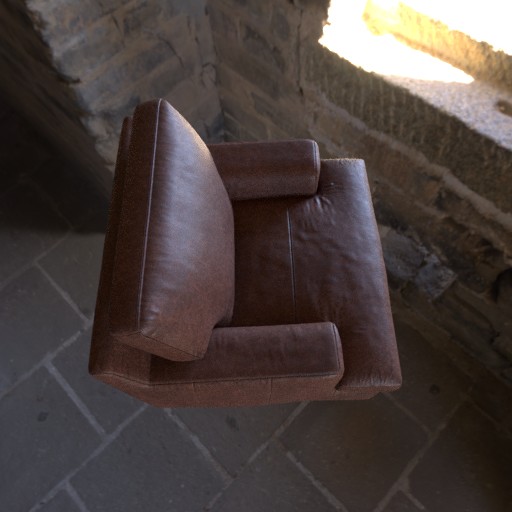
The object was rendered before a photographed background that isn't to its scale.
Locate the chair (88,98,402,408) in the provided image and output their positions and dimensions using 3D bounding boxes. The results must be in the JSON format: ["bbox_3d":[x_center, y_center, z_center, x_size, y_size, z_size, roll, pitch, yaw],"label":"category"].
[{"bbox_3d":[0.000,0.000,1.933,1.143,0.939,1.168,-1,63,-1],"label":"chair"}]
